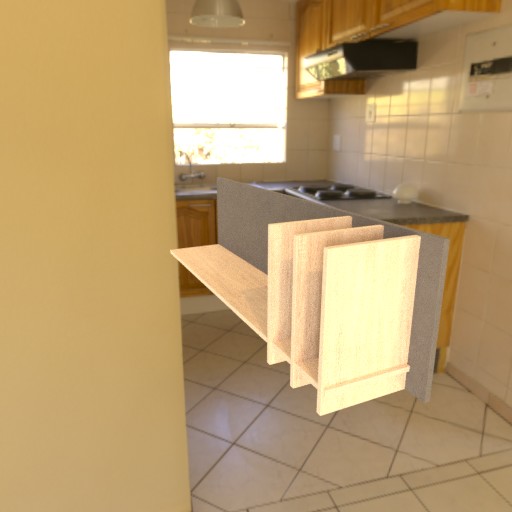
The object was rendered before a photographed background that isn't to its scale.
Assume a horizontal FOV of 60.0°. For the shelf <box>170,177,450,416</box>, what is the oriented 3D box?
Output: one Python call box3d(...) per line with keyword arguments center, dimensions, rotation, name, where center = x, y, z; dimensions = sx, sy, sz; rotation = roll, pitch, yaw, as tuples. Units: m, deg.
box3d(center=(0.000, 0.000, 1.150), dimensions=(0.200, 0.300, 1.020), rotation=(-8, 18, -24), name="shelf")
